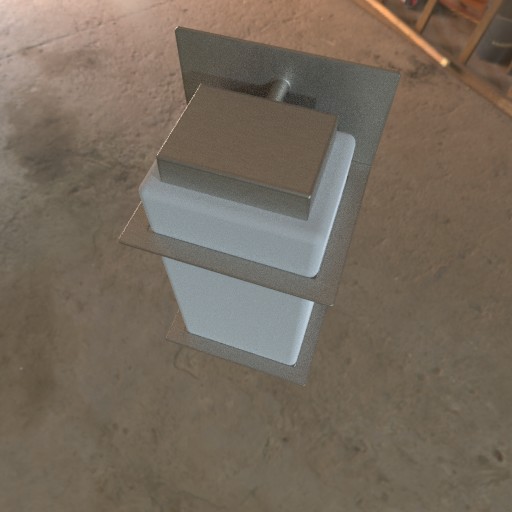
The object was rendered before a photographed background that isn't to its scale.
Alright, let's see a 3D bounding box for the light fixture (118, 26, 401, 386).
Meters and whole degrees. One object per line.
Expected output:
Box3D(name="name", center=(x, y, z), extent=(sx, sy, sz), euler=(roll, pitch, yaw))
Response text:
Box3D(name="light fixture", center=(0.000, 0.000, 0.448), extent=(0.168, 0.380, 0.160), euler=(16, 60, 10))
